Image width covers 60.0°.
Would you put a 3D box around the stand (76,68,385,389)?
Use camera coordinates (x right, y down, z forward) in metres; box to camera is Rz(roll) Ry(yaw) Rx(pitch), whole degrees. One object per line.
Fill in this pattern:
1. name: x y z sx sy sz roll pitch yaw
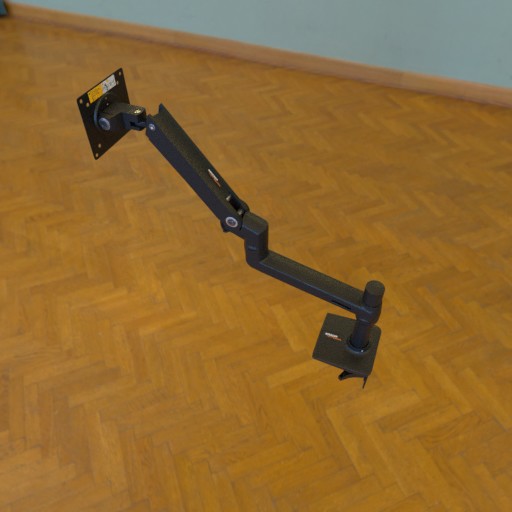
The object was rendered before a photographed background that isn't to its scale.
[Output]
1. stand: 0.000 0.000 1.027 0.650 0.713 0.152 16 49 15
